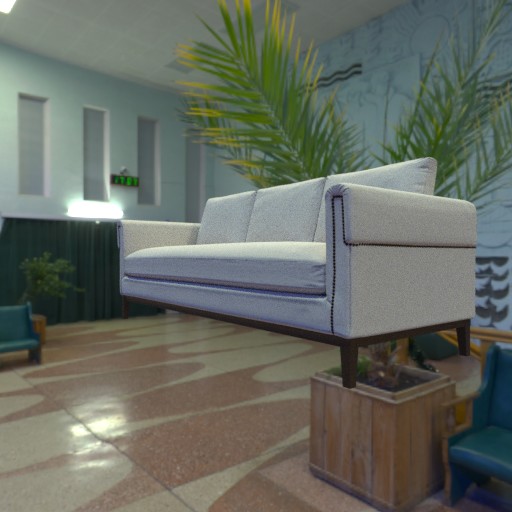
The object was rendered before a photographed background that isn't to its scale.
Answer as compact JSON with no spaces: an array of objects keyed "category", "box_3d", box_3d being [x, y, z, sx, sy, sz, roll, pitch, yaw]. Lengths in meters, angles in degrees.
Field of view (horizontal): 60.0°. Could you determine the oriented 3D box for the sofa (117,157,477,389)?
[{"category":"sofa","box_3d":[0.000,0.000,2.618,0.902,0.911,2.198,0,0,-38]}]
